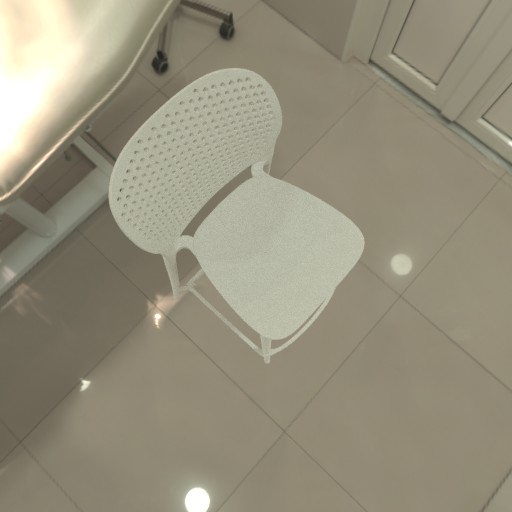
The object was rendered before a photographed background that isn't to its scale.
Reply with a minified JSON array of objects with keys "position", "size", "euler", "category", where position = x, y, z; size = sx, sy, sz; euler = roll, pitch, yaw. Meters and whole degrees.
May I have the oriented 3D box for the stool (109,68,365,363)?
[{"position":[0.000,0.000,1.366],"size":[0.535,1.045,0.536],"euler":[42,79,10],"category":"stool"}]
